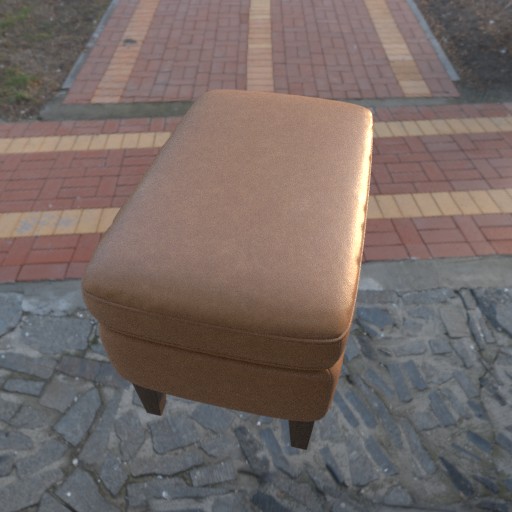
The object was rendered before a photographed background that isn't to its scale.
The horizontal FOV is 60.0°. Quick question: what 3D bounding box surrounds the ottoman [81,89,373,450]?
[{"bbox_3d":[0.000,0.000,0.971,0.420,0.480,0.670,10,47,9],"label":"ottoman"}]
